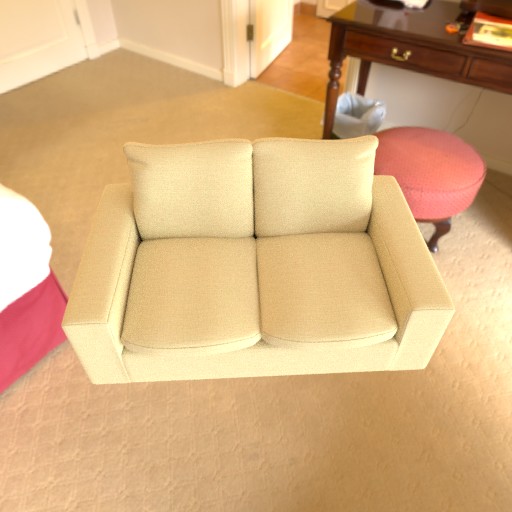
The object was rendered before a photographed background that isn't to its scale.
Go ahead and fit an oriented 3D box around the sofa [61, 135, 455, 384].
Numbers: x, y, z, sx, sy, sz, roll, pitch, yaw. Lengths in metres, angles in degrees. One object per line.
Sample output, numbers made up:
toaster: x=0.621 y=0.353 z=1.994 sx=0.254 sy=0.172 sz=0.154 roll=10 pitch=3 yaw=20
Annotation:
sofa: x=0.000 y=0.000 z=2.353 sx=1.754 sy=0.875 sz=1.091 roll=-2 pitch=45 yaw=-2
